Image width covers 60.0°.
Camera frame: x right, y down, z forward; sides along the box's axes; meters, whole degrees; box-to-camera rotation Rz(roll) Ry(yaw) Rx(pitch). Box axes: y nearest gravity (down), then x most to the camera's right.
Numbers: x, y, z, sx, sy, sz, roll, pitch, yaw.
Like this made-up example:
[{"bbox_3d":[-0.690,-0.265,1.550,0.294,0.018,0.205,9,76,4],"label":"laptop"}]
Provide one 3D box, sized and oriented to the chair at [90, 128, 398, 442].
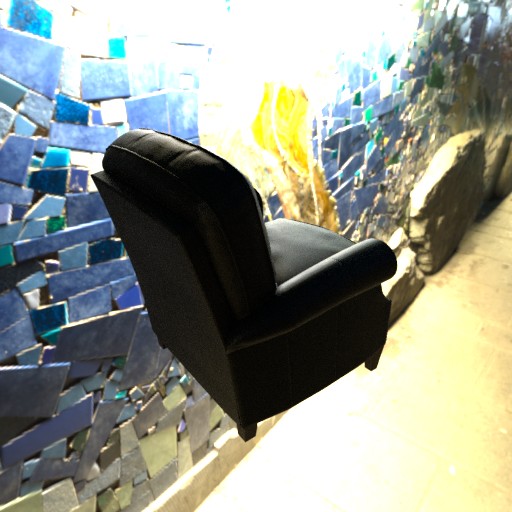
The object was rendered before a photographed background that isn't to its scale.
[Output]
[{"bbox_3d":[0.000,0.000,1.758,0.986,1.018,0.936,-18,32,-32],"label":"chair"}]
